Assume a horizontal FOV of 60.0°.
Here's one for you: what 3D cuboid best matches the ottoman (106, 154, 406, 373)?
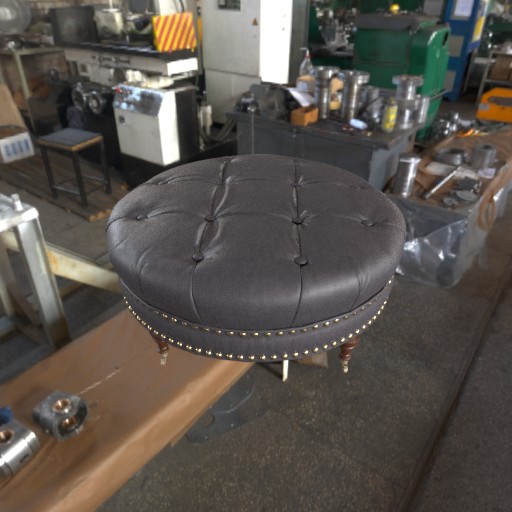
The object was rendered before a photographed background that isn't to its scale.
[{"bbox_3d":[0.000,0.000,1.424,0.901,0.439,0.901,0,32,0],"label":"ottoman"}]
